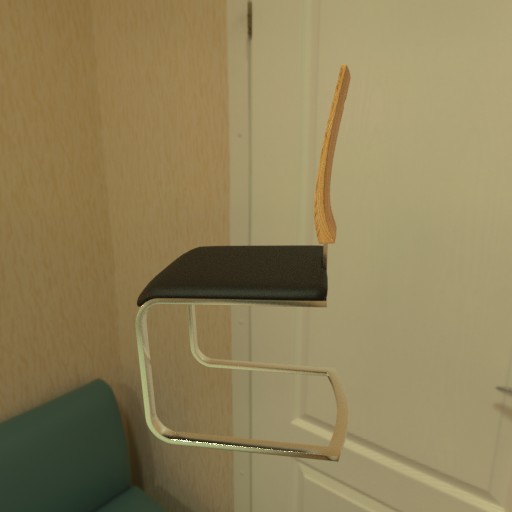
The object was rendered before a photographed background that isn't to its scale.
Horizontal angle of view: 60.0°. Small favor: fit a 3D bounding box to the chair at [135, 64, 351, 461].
[{"bbox_3d":[0.000,0.000,1.243,0.560,0.936,0.462,2,15,8],"label":"chair"}]
